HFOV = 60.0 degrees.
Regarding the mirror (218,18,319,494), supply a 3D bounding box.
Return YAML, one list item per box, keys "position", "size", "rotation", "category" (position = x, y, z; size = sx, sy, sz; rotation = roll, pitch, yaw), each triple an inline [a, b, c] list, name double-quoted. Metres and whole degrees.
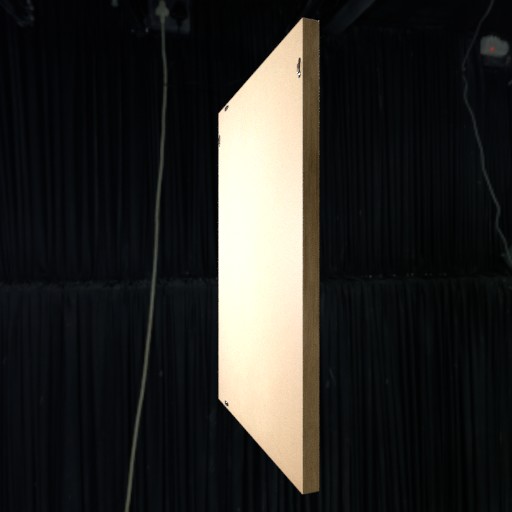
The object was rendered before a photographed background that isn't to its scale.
- position: [0.000, 0.000, 1.142]
  size: [0.041, 0.915, 0.609]
  rotation: [0, 0, -20]
  category: "mirror"
